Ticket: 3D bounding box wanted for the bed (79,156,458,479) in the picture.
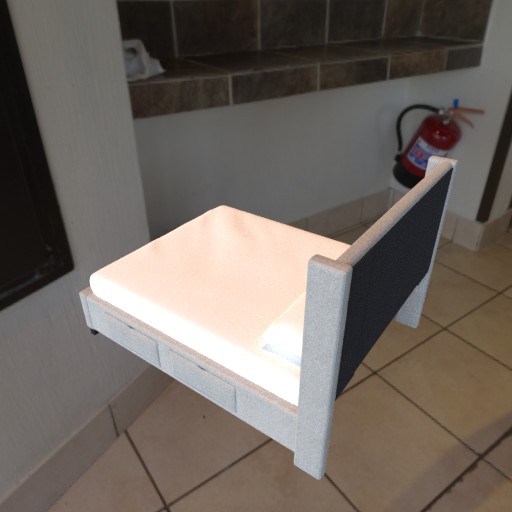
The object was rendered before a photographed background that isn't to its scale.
[{"bbox_3d":[0.000,0.000,3.418,2.222,1.491,1.774,21,37,30],"label":"bed"}]
